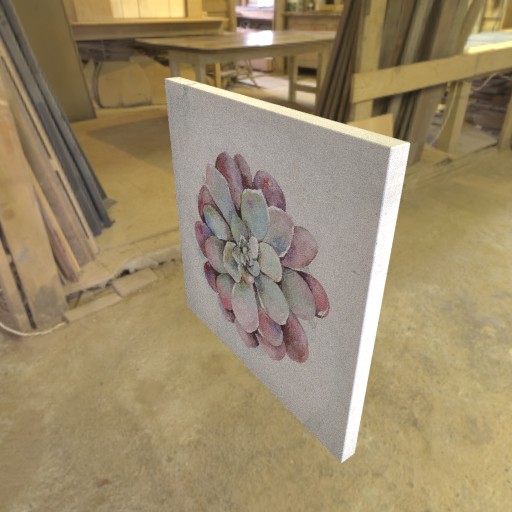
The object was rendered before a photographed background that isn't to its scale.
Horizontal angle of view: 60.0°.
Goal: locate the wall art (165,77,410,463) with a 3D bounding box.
[{"bbox_3d":[0.000,0.000,0.902,0.044,0.605,0.605,-20,36,-30],"label":"wall art"}]
